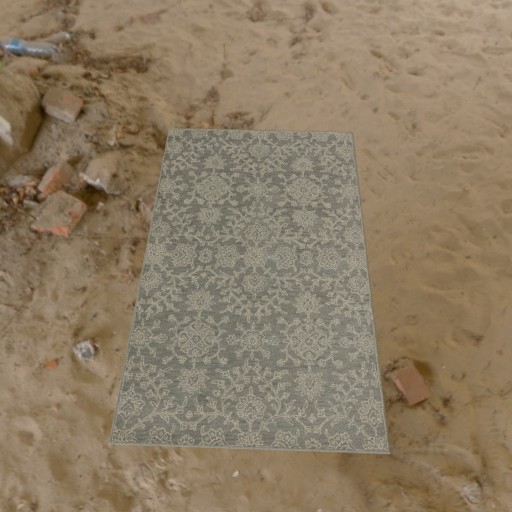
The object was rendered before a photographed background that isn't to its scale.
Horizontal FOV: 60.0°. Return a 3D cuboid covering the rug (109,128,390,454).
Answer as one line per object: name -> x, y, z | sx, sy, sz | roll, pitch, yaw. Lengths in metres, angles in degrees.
rug -> 0.000, 0.000, 3.014 | 1.515, 0.010, 2.430 | 2, 59, 1
